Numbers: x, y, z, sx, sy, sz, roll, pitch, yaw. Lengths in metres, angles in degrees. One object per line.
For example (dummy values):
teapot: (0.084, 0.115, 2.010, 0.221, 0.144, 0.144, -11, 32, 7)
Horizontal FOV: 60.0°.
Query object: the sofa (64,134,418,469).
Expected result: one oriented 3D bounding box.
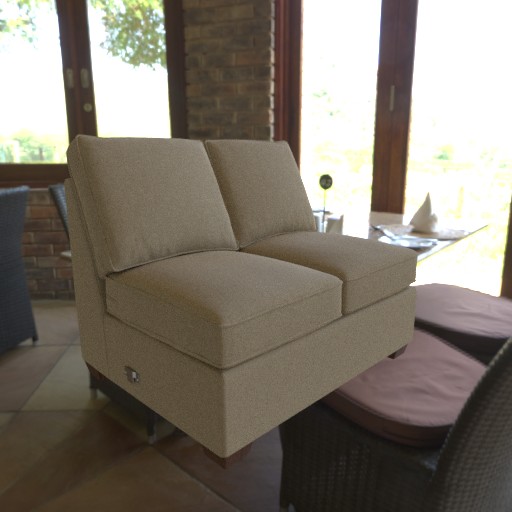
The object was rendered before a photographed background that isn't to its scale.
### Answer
sofa: (0.000, 0.000, 1.926, 0.951, 1.008, 1.237, 13, 18, 43)
